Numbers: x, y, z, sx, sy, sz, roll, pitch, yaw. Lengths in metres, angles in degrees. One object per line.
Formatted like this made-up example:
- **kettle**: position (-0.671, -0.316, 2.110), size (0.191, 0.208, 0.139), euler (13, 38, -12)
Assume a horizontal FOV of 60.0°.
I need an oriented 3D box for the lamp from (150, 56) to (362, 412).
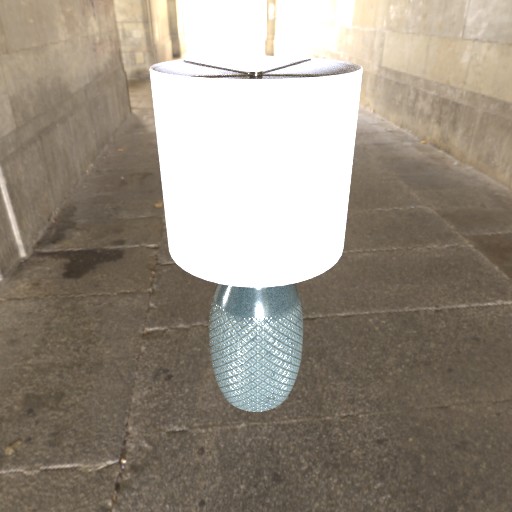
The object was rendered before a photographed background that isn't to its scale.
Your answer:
- **lamp**: position (0.000, 0.000, 0.570), size (0.217, 0.453, 0.217), euler (21, 35, 33)
